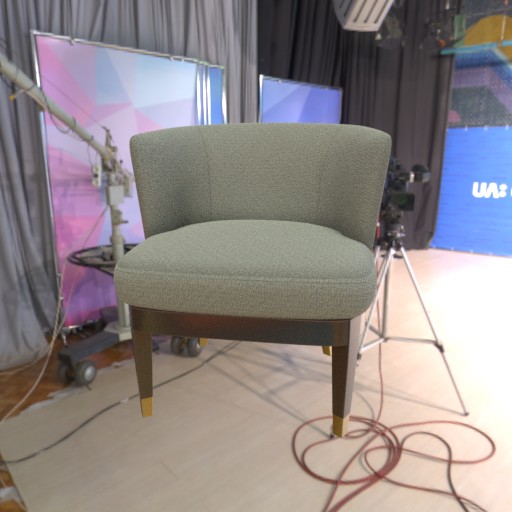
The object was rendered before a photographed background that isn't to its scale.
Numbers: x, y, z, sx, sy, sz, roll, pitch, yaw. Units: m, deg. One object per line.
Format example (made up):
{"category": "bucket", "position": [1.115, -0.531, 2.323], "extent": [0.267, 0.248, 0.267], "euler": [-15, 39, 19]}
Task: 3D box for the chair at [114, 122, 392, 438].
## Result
{"category": "chair", "position": [0.000, 0.000, 1.271], "extent": [0.700, 0.760, 0.660], "euler": [2, 14, 9]}
